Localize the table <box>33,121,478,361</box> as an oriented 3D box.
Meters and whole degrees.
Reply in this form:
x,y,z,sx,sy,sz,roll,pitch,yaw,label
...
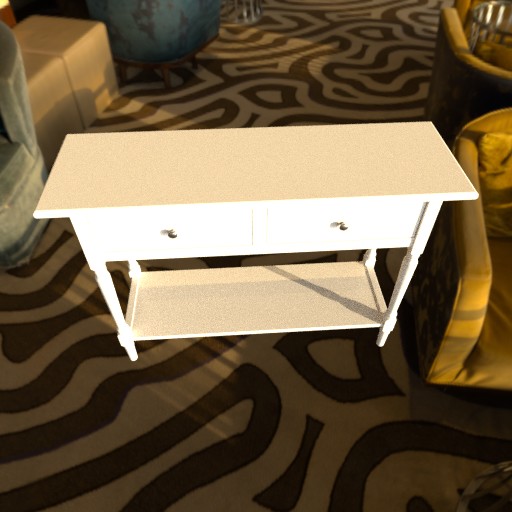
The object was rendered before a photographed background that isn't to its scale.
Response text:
x,y,z,sx,sy,sz,roll,pitch,yaw,label
0.000,0.000,1.602,1.191,0.814,0.386,-3,47,-3,table
